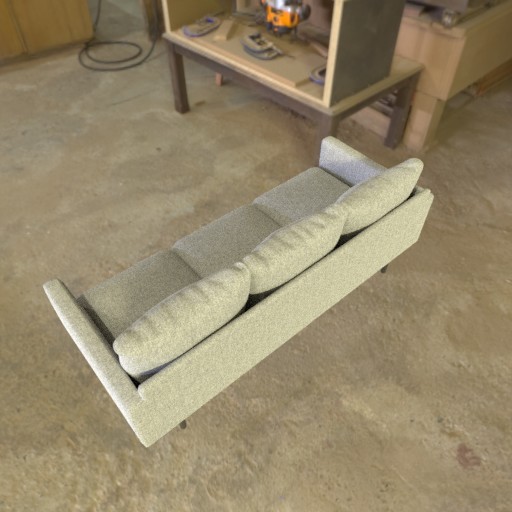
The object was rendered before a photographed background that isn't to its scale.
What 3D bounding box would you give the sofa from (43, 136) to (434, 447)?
[{"bbox_3d":[0.000,0.000,2.451,2.000,0.830,0.850,-32,55,-26],"label":"sofa"}]
